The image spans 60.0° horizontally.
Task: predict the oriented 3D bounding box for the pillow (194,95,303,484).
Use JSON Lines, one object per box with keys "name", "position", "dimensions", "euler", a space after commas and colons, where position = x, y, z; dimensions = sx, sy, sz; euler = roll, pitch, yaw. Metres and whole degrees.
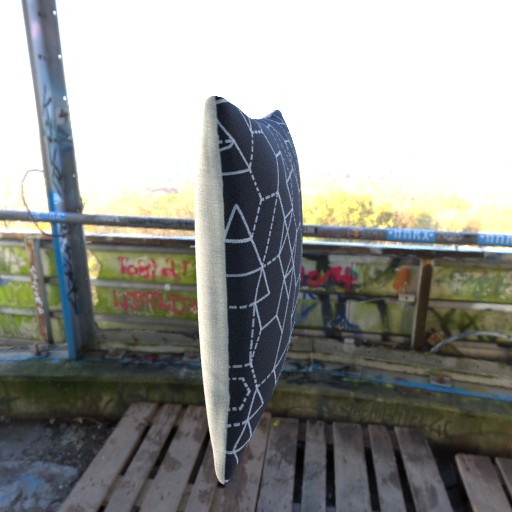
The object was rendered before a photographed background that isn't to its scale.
{"name": "pillow", "position": [0.000, 0.000, 0.781], "dimensions": [0.158, 0.508, 0.517], "euler": [3, 17, 10]}
